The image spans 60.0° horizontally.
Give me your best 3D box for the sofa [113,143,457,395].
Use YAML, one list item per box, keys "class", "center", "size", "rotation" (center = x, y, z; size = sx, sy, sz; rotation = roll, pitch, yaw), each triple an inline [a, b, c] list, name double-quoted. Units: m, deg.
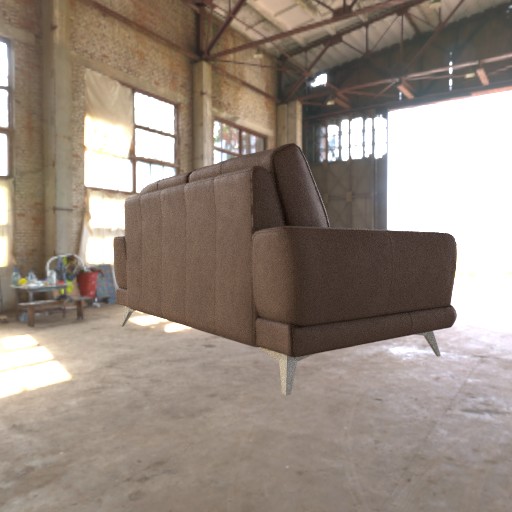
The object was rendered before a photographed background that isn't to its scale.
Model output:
- class: "sofa"
  center: [0.000, 0.000, 2.423]
  size: [1.018, 0.907, 1.806]
  rotation: [-1, 1, -36]
